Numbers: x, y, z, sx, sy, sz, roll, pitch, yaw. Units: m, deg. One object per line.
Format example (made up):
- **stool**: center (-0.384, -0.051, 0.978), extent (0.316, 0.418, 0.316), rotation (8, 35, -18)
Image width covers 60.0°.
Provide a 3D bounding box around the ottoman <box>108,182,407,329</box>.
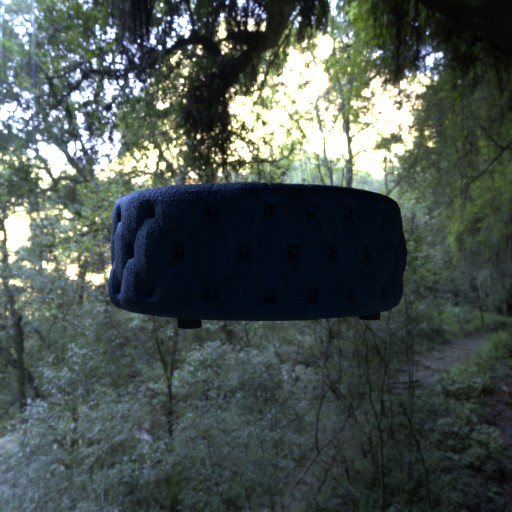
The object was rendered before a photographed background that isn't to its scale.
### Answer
- **ottoman**: center (0.000, 0.000, 1.579), extent (0.998, 0.398, 0.998), rotation (0, 0, 0)
